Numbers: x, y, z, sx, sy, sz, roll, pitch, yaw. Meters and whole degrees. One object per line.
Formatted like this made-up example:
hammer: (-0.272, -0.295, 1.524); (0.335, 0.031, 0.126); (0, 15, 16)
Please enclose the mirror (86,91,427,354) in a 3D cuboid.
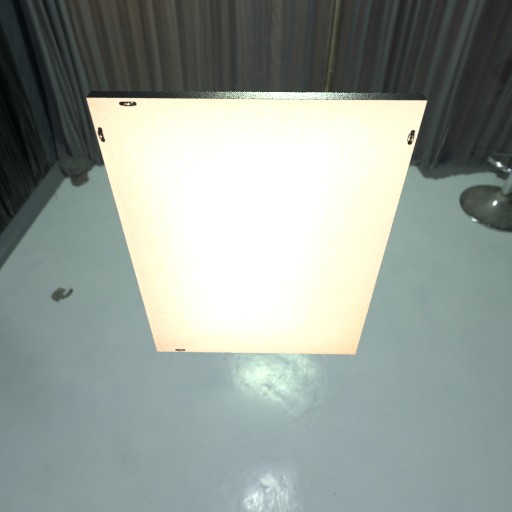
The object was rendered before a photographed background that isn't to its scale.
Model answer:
mirror: (0.000, 0.000, 1.357); (0.762, 1.016, 0.040); (1, 45, 1)
